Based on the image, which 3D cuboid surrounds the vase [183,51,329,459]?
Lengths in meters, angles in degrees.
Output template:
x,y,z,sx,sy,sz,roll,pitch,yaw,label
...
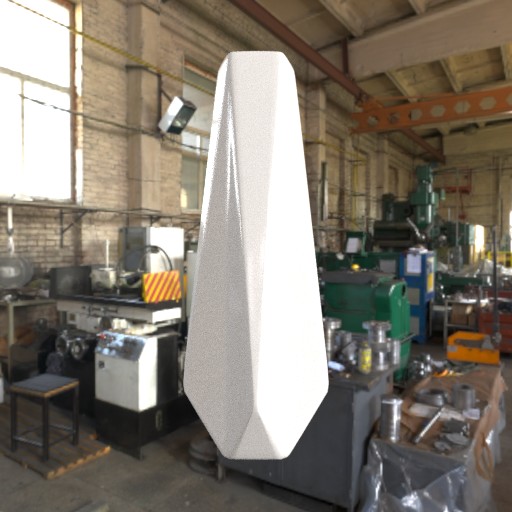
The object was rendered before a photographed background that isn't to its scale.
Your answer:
x,y,z,sx,sy,sz,roll,pitch,yaw,label
0.000,0.000,0.382,0.122,0.329,0.116,0,1,0,vase
